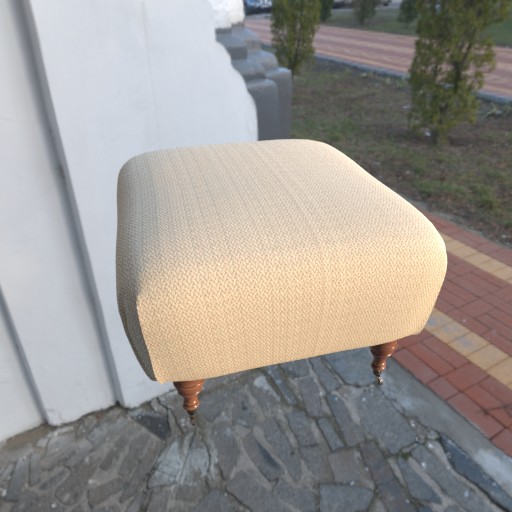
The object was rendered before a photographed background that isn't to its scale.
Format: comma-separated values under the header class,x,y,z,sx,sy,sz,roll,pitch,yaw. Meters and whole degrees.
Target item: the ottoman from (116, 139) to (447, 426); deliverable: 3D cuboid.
class,x,y,z,sx,sy,sz,roll,pitch,yaw
ottoman,0.000,0.000,1.090,0.622,0.447,0.684,-8,33,-12
